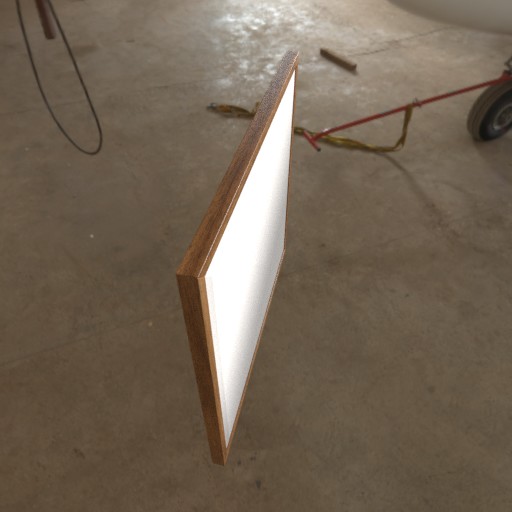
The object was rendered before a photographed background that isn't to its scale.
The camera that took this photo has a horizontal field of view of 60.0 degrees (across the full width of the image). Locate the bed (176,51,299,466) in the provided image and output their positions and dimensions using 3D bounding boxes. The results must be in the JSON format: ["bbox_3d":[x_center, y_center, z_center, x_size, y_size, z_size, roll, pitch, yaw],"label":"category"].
[{"bbox_3d":[0.000,0.000,1.479,0.043,0.940,1.041,10,47,10],"label":"bed"}]
